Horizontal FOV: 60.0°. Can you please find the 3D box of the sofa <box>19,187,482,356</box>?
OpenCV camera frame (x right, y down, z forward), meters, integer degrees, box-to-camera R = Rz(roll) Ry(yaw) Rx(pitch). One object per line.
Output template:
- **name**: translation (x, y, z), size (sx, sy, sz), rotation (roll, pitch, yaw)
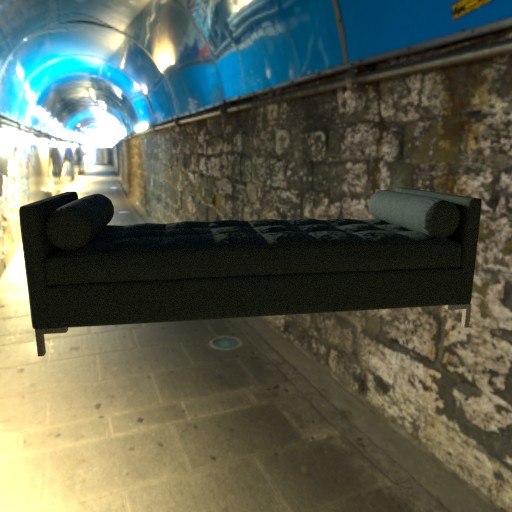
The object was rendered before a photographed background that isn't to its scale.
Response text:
- **sofa**: translation (0.000, 0.000, 2.384), size (2.102, 0.657, 0.797), rotation (-2, 13, -9)
